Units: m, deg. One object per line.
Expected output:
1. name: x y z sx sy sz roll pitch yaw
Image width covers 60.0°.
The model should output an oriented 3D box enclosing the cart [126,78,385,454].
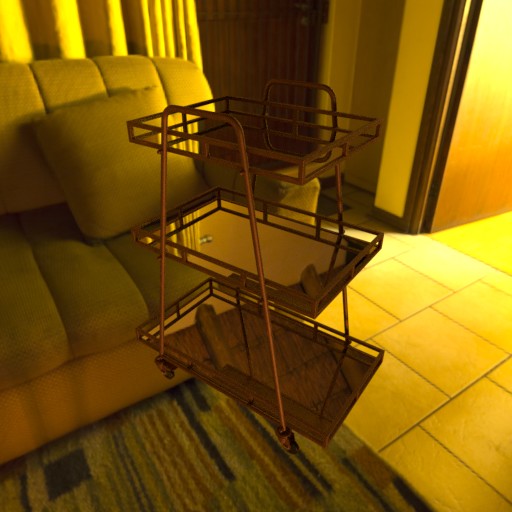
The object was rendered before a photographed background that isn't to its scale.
1. cart: 0.000 0.000 1.260 0.711 0.883 0.441 20 36 30
